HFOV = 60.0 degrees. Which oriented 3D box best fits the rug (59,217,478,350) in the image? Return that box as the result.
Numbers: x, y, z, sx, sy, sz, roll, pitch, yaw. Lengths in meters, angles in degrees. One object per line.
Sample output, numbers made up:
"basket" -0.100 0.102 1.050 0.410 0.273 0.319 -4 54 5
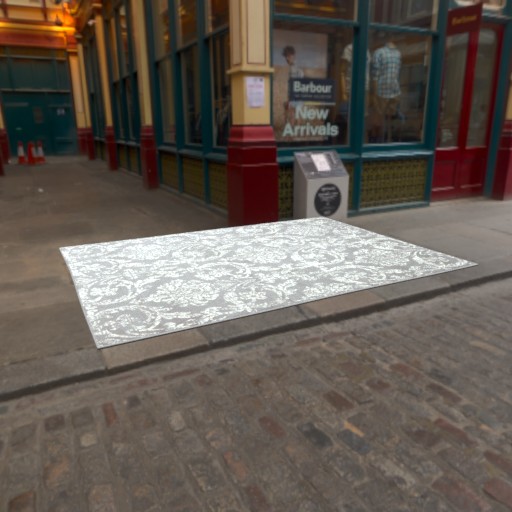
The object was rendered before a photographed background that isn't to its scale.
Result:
"rug" 0.000 0.000 2.846 2.206 0.014 1.578 -9 19 -27
